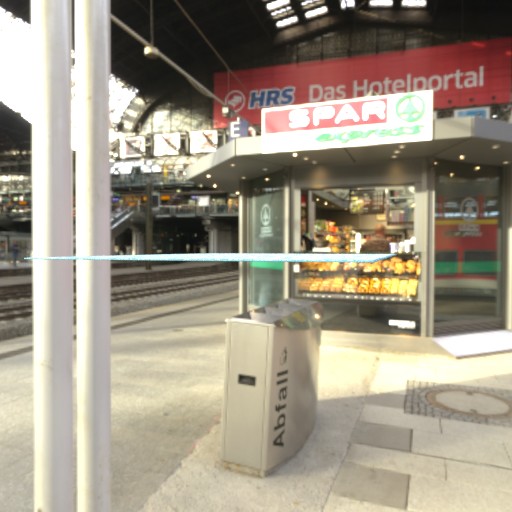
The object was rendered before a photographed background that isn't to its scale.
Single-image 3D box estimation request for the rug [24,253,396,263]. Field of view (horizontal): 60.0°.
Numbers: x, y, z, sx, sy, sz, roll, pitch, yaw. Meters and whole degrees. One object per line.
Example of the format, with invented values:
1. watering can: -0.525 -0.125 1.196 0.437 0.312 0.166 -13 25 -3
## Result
1. rug: 0.000 0.000 4.084 2.363 0.012 2.980 0 1 20
